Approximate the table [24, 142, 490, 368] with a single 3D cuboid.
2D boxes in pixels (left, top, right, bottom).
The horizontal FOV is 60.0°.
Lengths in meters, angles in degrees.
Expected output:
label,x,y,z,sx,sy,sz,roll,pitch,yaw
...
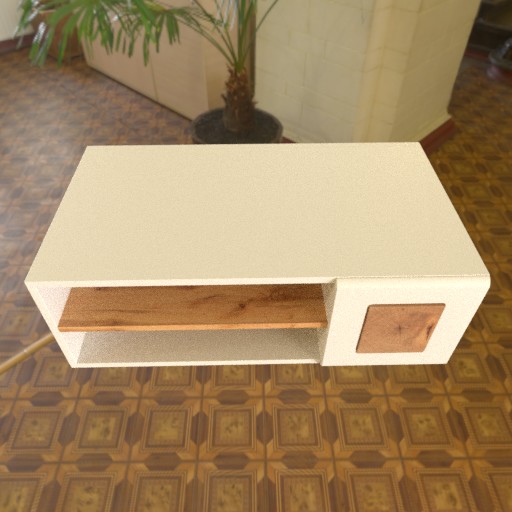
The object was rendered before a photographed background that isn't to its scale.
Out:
label,x,y,z,sx,sy,sz,roll,pitch,yaw
table,0.000,0.000,1.406,1.097,0.442,0.639,-1,45,-1
